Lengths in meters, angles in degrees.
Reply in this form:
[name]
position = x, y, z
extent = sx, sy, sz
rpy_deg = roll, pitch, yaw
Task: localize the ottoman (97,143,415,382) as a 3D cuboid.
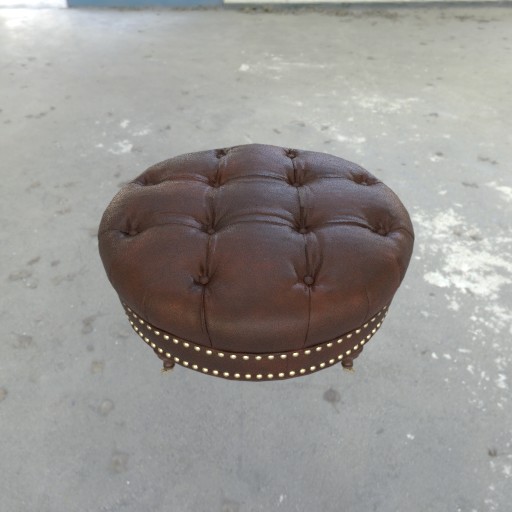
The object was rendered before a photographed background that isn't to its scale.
[ottoman]
position = 0.000, 0.000, 1.387
extent = 0.901, 0.455, 0.901
rpy_deg = 0, 39, 0
